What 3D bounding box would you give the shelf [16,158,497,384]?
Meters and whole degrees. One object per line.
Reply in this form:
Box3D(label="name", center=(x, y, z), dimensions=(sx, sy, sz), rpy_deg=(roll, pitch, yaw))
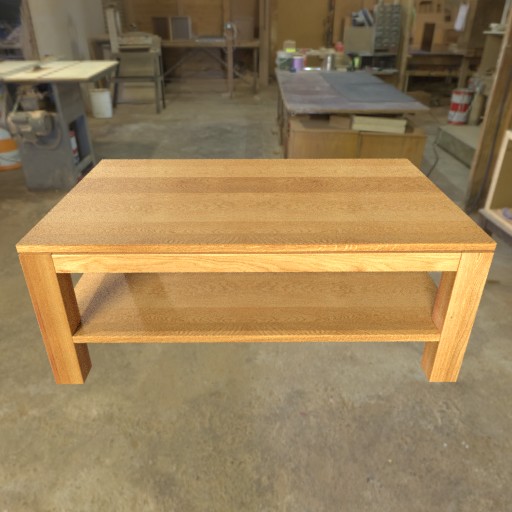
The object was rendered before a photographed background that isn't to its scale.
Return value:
Box3D(label="shelf", center=(0.000, 0.000, 1.472), dimensions=(1.150, 0.450, 0.700), rpy_deg=(0, 29, 0))
